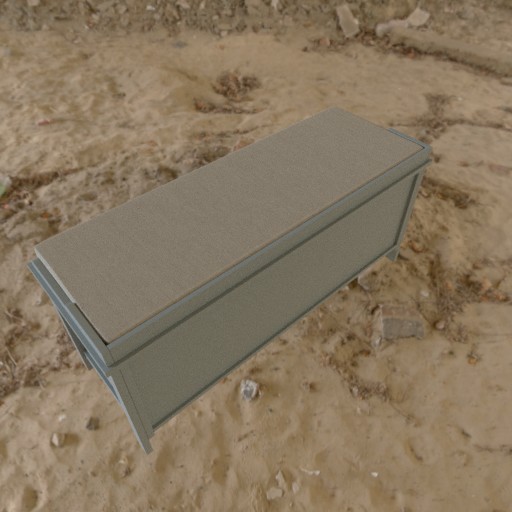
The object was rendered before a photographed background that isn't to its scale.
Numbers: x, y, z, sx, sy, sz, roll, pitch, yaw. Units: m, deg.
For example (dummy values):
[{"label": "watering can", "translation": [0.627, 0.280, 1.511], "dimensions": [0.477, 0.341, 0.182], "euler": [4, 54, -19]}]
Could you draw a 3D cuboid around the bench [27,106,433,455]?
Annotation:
[{"label": "bench", "translation": [0.000, 0.000, 1.384], "dimensions": [1.140, 0.501, 0.398], "euler": [-32, 53, -28]}]
